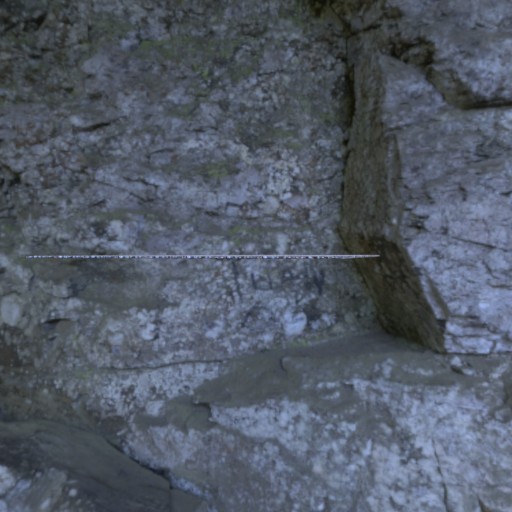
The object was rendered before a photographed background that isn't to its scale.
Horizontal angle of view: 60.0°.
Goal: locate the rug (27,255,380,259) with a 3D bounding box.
[{"bbox_3d":[0.000,0.000,2.502,1.237,0.010,2.029,0,0,19],"label":"rug"}]
